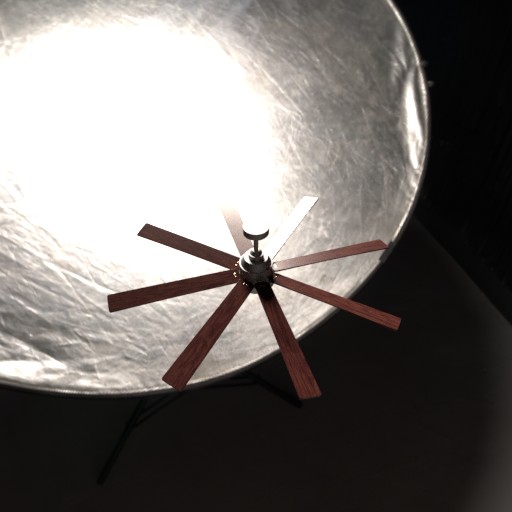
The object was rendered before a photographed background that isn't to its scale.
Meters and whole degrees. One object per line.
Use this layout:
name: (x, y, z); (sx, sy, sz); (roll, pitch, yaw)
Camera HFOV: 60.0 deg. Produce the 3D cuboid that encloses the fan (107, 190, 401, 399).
fan: (0.000, 0.000, 2.724); (1.830, 0.472, 1.830); (-12, 44, -12)
